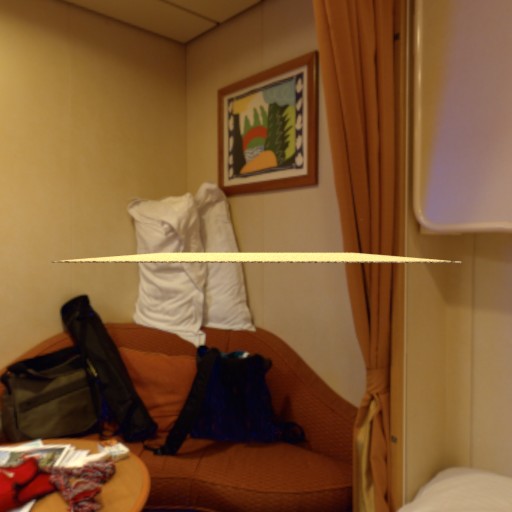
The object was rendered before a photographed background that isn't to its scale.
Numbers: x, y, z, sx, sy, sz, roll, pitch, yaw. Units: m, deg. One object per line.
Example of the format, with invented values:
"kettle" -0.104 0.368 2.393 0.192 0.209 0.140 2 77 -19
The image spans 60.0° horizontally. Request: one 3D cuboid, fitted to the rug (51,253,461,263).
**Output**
"rug" 0.000 0.000 4.104 2.444 0.013 3.043 0 1 1
